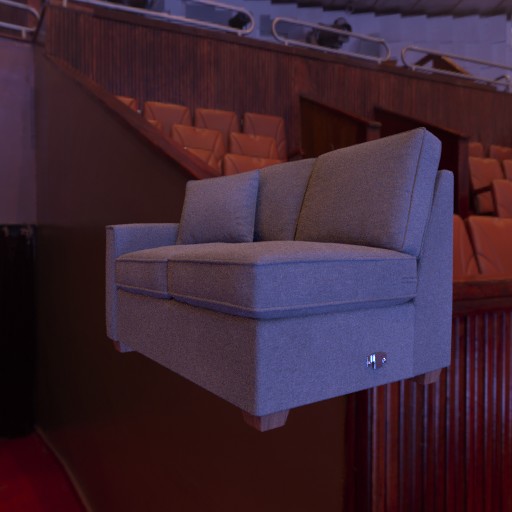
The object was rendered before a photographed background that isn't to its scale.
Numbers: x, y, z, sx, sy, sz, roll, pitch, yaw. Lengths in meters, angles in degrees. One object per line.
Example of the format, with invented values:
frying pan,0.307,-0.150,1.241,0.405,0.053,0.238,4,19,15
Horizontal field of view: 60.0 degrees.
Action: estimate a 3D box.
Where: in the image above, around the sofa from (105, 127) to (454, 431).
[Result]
sofa,0.000,0.000,2.022,0.991,0.989,1.388,-1,1,-35
